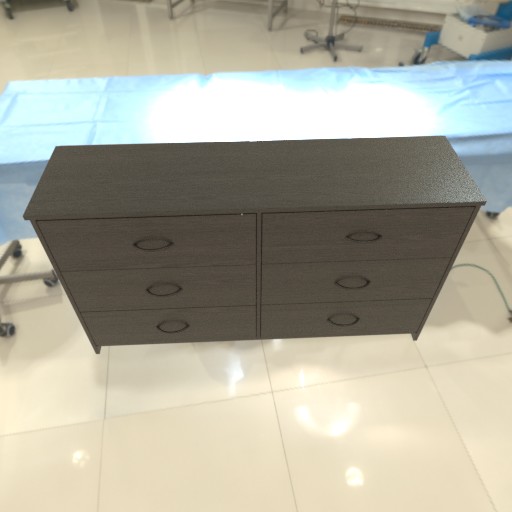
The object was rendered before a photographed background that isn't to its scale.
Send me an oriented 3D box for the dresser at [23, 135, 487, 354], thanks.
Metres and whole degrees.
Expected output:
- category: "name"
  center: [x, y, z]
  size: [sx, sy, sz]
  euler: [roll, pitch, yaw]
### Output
- category: "dresser"
  center: [0.000, 0.000, 1.686]
  size: [1.360, 0.755, 0.401]
  euler: [-2, 47, -2]
